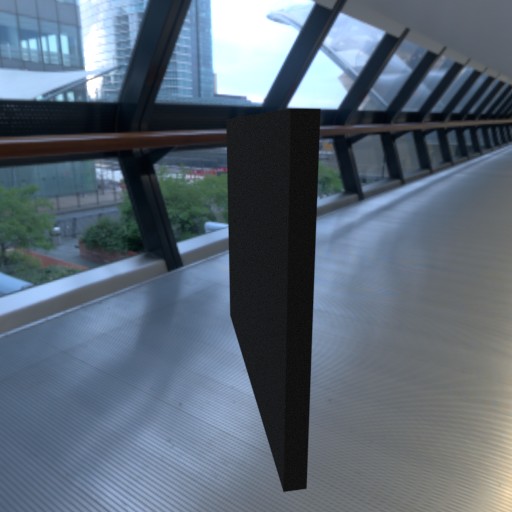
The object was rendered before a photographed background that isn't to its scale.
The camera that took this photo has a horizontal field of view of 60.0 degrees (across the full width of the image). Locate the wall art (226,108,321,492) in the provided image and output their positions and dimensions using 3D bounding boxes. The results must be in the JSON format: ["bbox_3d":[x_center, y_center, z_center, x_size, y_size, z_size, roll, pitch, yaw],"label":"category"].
[{"bbox_3d":[0.000,0.000,0.759,0.031,0.457,0.558,-3,16,-10],"label":"wall art"}]
